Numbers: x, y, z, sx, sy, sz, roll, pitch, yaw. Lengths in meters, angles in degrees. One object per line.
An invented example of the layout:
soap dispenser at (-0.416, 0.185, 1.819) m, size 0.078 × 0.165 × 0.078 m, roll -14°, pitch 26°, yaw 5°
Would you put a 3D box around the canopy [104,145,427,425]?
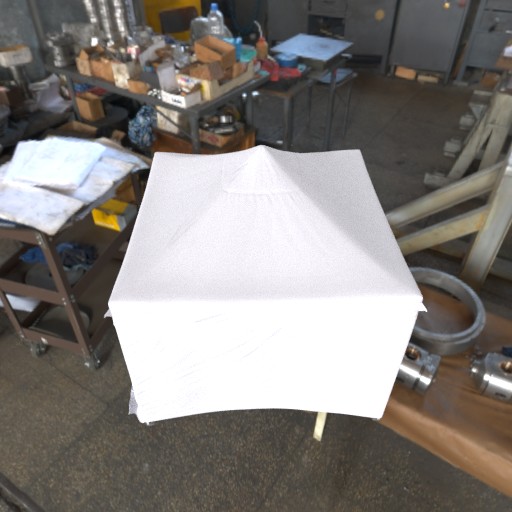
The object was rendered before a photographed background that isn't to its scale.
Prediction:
canopy at (0.000, 0.000, 5.579) m, size 3.121 × 2.997 × 3.043 m, roll -1°, pitch 41°, yaw -1°
